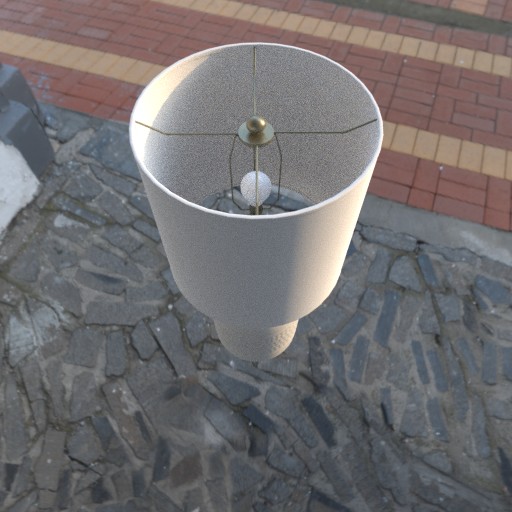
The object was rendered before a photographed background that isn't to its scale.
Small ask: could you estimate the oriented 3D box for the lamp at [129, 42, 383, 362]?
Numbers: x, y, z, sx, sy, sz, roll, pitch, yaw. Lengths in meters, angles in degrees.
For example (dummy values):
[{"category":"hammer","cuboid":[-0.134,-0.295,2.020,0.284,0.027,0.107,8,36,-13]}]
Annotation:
[{"category":"lamp","cuboid":[0.000,0.000,0.497,0.188,0.392,0.188,34,64,19]}]
